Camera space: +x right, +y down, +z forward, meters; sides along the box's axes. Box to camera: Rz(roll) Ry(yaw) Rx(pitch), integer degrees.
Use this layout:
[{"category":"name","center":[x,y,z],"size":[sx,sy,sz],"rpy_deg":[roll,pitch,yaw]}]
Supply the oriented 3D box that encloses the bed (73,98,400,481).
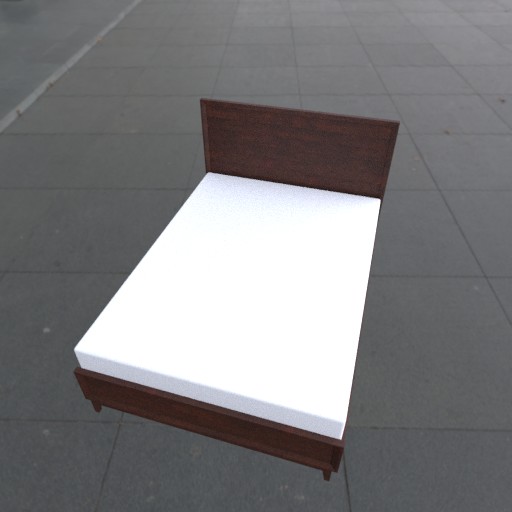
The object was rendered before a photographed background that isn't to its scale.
[{"category":"bed","center":[0.000,0.000,3.110],"size":[1.600,1.270,2.184],"rpy_deg":[11,42,13]}]
